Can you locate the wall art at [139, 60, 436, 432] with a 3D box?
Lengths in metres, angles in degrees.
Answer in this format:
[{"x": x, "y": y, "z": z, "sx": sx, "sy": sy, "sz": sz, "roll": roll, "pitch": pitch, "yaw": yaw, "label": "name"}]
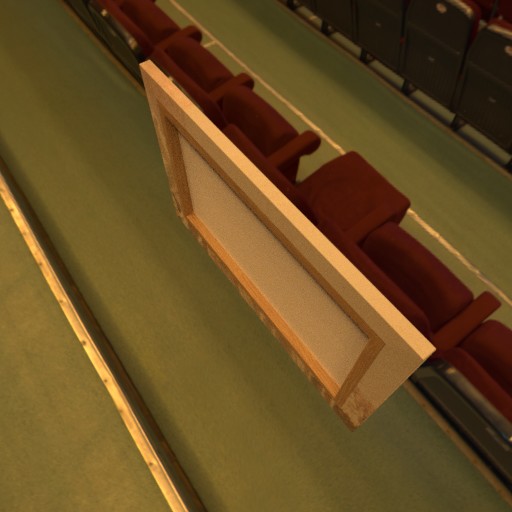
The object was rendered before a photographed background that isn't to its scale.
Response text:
[{"x": 0.000, "y": 0.000, "z": 1.427, "sx": 0.041, "sy": 0.758, "sz": 1.142, "roll": -32, "pitch": 64, "yaw": -18, "label": "wall art"}]
